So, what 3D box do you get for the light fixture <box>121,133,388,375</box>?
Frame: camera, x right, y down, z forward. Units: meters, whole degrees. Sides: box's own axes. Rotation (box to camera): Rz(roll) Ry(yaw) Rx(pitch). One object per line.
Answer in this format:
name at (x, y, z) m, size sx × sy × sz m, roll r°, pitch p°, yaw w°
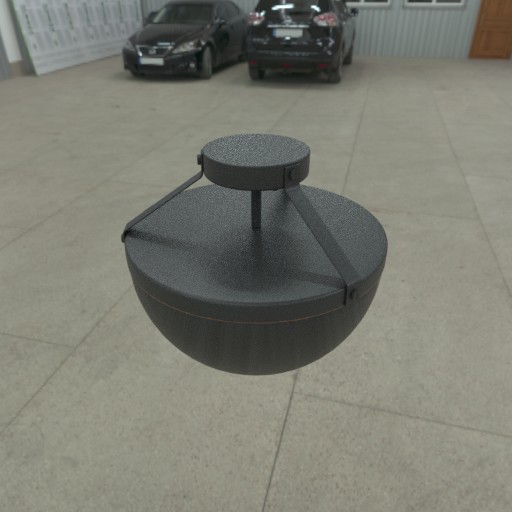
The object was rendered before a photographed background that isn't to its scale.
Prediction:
light fixture at (0.000, 0.000, 0.545) m, size 0.304 × 0.269 × 0.304 m, roll 0°, pitch 31°, yaw 0°
